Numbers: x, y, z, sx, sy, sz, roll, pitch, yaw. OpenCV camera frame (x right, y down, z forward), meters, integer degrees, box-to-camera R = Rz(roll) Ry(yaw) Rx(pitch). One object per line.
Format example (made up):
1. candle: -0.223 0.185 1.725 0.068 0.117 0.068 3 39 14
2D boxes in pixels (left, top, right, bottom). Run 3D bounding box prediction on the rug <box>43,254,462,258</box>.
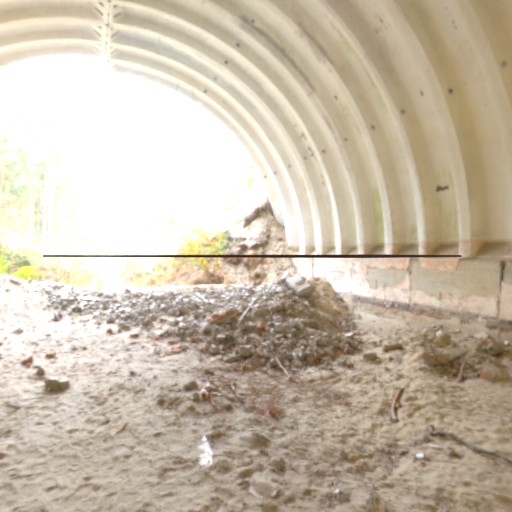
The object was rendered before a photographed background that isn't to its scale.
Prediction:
1. rug: 0.000 0.000 4.088 3.032 0.020 2.411 0 0 36
